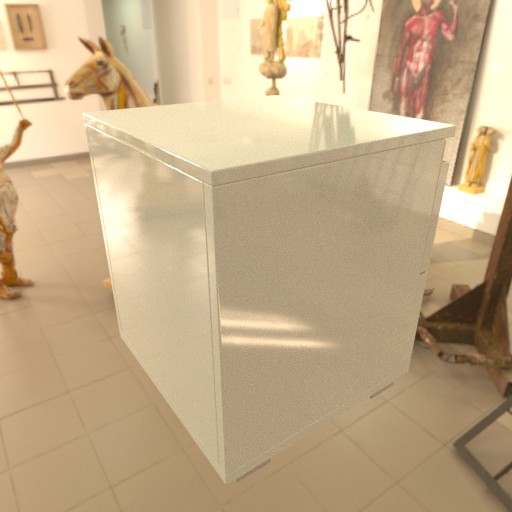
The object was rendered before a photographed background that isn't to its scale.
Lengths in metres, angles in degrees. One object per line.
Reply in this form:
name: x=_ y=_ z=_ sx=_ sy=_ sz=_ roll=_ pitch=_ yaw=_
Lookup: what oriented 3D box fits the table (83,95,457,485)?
table: x=0.000 y=0.000 z=0.782 sx=0.400 sy=0.470 sz=0.420 roll=-18 pitch=32 yaw=-31
